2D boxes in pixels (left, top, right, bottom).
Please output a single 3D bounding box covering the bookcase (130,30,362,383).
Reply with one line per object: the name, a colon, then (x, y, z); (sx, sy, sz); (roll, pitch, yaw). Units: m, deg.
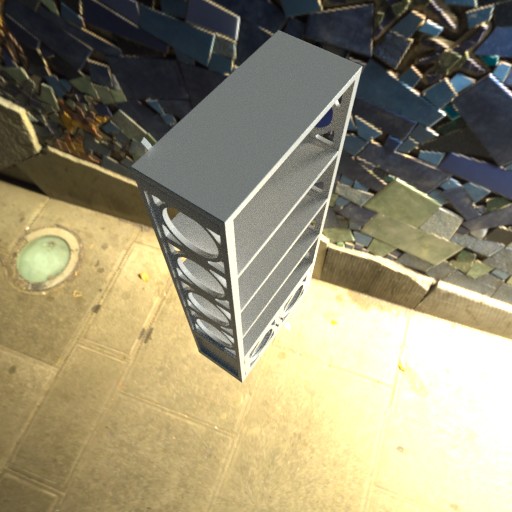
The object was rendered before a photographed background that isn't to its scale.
bookcase: (0.000, 0.000, 2.136); (0.361, 1.869, 0.761); (31, 65, 16)
